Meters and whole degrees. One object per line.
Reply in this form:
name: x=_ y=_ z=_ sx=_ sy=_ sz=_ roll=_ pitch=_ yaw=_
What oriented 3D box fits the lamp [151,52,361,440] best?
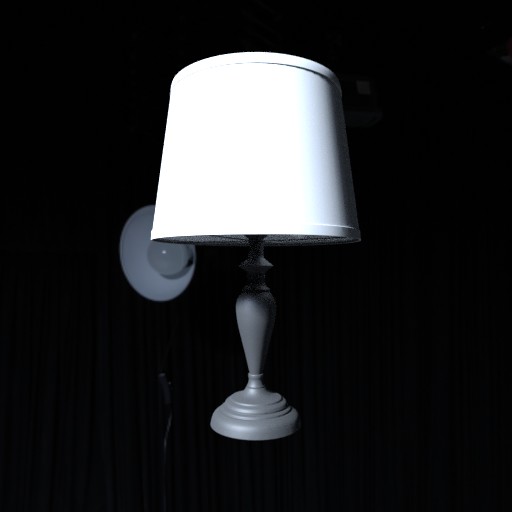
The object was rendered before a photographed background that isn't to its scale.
lamp: x=0.000 y=0.000 z=0.671 sx=0.310 sy=0.501 sz=0.310 roll=0 pitch=-1 yaw=0
